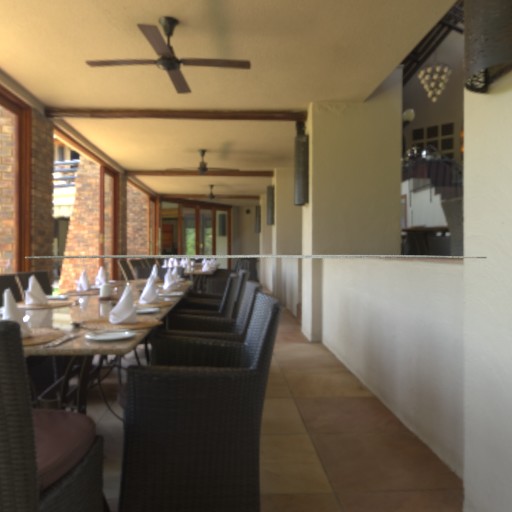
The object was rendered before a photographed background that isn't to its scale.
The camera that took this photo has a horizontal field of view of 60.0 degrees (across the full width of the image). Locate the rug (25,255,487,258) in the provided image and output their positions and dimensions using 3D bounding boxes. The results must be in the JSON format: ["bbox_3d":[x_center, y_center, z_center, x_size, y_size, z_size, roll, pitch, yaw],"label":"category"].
[{"bbox_3d":[0.000,0.000,2.796,2.133,0.013,1.522,0,0,0],"label":"rug"}]
